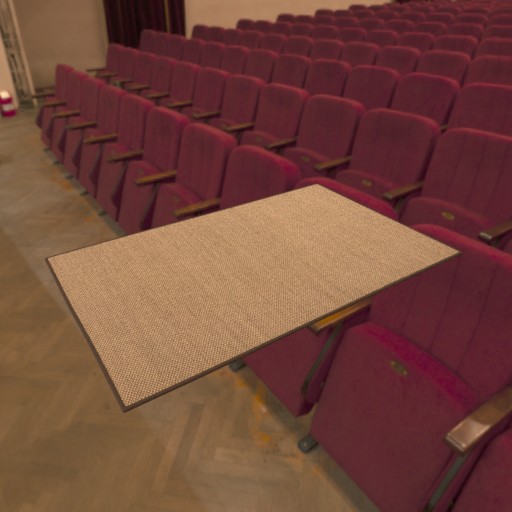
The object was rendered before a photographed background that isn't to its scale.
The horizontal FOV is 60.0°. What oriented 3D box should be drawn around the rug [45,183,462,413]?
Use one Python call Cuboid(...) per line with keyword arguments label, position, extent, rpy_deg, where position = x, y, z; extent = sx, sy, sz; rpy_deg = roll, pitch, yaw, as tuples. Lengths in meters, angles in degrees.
Cuboid(label="rug", position=(0.000, 0.000, 2.095), extent=(1.676, 0.013, 1.067), rpy_deg=(-19, 36, -29))
